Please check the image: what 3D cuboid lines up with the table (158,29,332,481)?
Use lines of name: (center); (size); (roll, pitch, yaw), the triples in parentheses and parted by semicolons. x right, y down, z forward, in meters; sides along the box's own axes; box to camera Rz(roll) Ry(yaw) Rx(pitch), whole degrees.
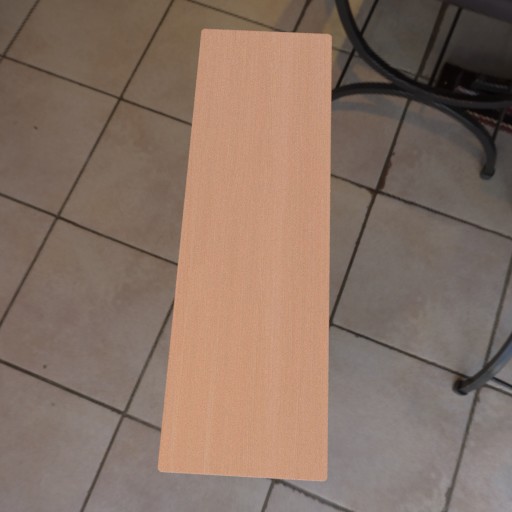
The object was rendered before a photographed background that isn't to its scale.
table: (0.000, 0.000, 1.703); (0.447, 0.750, 1.397); (3, 75, 1)
